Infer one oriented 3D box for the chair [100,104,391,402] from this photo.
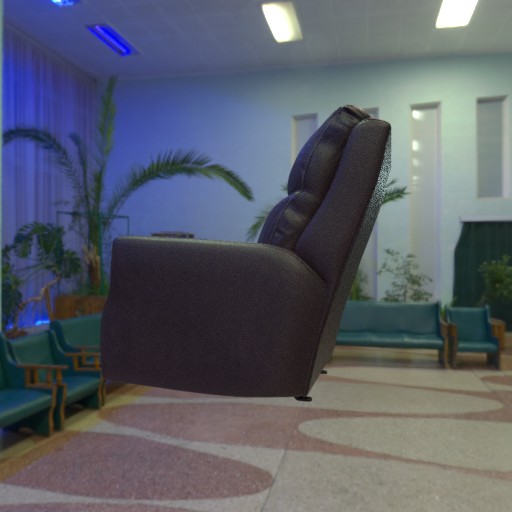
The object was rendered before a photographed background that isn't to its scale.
[{"bbox_3d":[0.000,0.000,1.846,1.080,1.030,0.829,0,0,17],"label":"chair"}]
